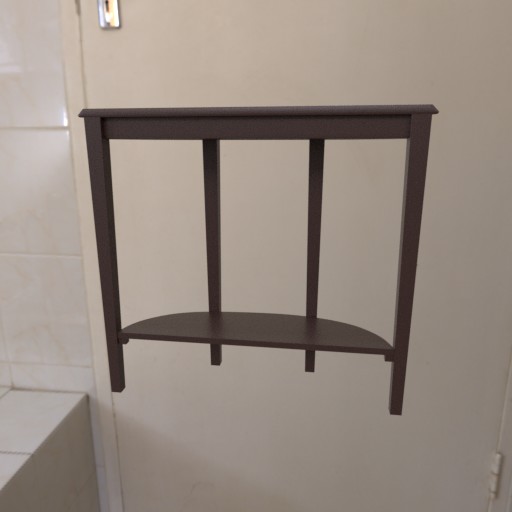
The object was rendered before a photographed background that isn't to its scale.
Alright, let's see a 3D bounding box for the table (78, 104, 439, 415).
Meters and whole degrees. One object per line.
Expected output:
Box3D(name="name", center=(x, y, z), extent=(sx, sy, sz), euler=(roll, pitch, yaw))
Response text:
Box3D(name="table", center=(0.000, 0.000, 1.331), extent=(0.909, 0.831, 0.274), euler=(2, 14, 8))
